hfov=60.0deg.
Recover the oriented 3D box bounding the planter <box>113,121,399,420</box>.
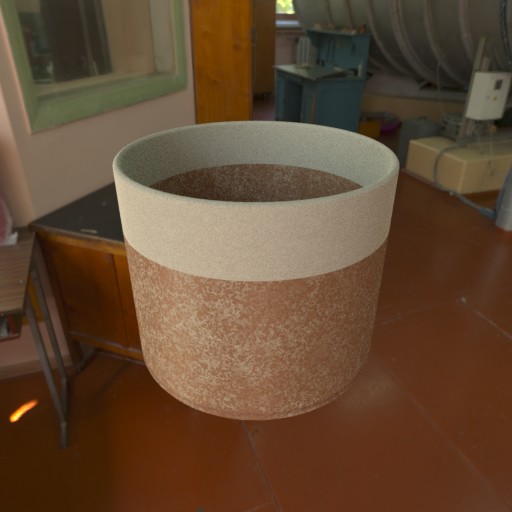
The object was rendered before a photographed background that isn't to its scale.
[{"bbox_3d":[0.000,0.000,0.287,0.159,0.138,0.159,0,29,0],"label":"planter"}]
